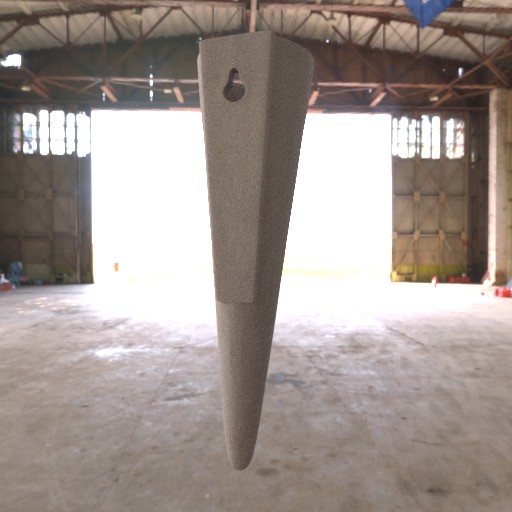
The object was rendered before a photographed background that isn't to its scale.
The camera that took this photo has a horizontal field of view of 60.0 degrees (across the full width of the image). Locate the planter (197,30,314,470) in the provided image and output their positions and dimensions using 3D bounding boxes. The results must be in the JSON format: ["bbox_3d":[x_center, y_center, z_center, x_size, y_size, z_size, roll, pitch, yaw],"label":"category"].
[{"bbox_3d":[0.000,0.000,0.301,0.078,0.259,0.087,0,1,17],"label":"planter"}]
